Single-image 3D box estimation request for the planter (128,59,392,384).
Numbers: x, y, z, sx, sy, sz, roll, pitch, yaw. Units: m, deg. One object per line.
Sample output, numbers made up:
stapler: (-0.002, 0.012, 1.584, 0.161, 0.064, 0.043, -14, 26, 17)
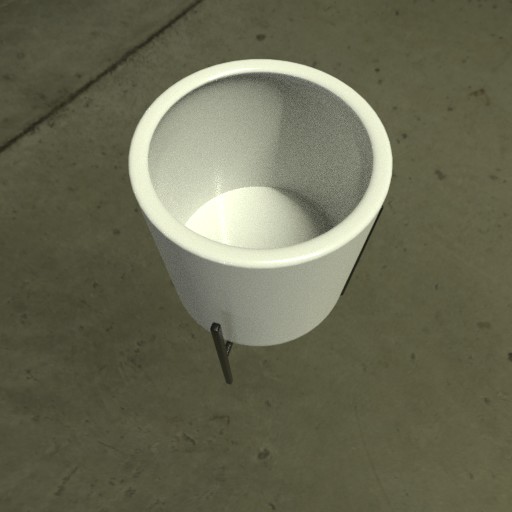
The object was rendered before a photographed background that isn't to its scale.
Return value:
planter: (0.000, 0.000, 0.520, 0.239, 0.356, 0.239, 18, 64, 9)
